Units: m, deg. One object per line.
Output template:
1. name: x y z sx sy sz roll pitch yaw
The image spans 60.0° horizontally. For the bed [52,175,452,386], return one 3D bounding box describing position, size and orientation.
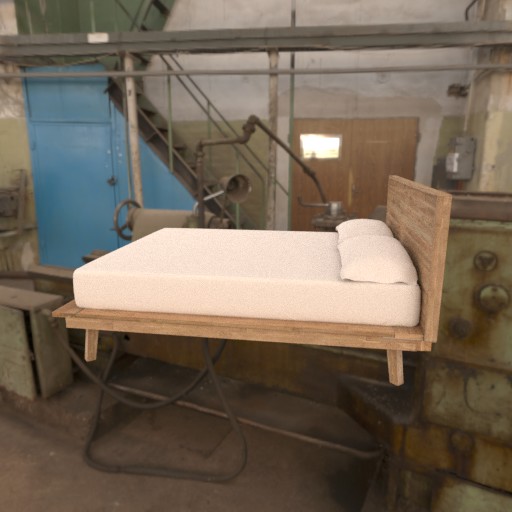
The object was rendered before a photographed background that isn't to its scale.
1. bed: 0.000 0.000 3.193 2.145 1.071 1.759 2 13 9
